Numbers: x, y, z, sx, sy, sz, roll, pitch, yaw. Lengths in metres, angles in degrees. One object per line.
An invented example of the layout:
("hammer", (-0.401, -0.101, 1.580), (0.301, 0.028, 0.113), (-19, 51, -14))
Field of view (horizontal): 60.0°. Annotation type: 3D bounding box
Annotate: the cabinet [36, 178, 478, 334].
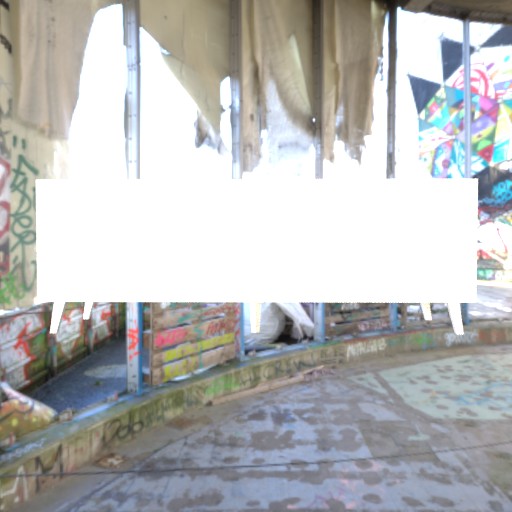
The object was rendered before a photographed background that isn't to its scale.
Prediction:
("cabinet", (0.000, 0.000, 2.465), (2.200, 0.780, 0.500), (0, 2, 1))
